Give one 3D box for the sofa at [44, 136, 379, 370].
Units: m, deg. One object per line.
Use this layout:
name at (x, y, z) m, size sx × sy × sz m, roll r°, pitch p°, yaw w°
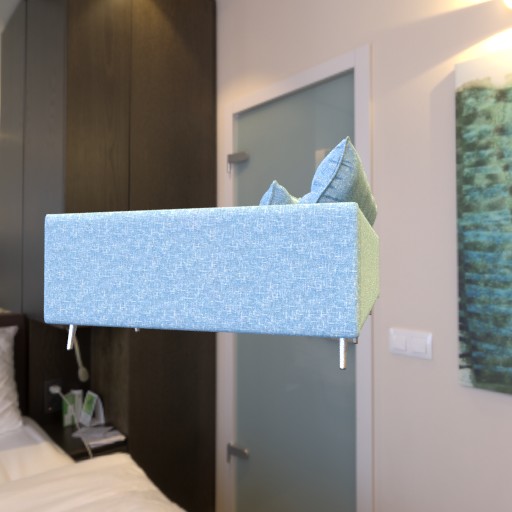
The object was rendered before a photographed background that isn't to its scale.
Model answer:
sofa at (0.000, 0.000, 2.780) m, size 1.420 × 0.899 × 2.034 m, roll 0°, pitch -1°, yaw 17°
